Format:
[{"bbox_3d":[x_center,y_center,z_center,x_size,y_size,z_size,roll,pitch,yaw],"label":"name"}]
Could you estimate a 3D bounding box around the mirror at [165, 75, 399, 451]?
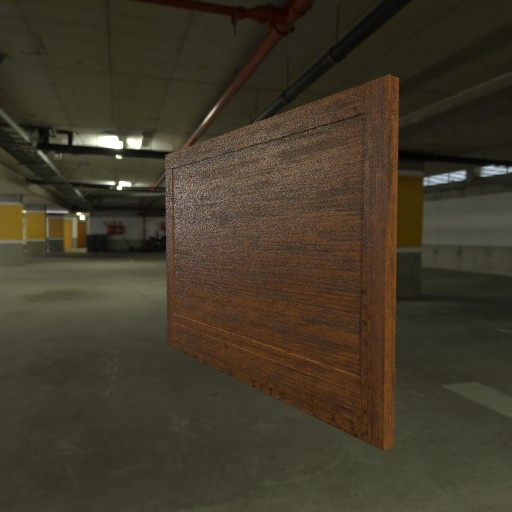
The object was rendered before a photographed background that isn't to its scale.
[{"bbox_3d":[0.000,0.000,0.962,0.084,0.537,0.758,-2,3,-35],"label":"mirror"}]
